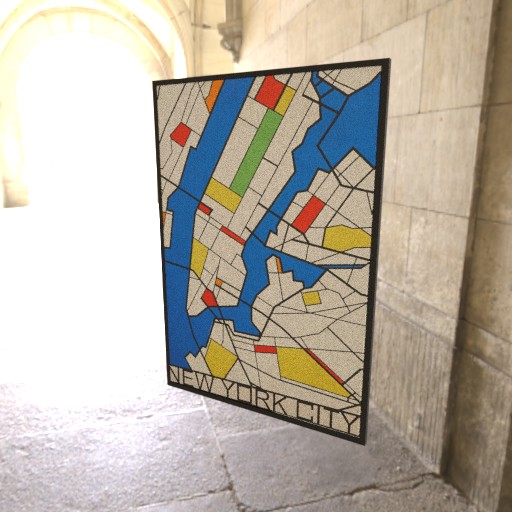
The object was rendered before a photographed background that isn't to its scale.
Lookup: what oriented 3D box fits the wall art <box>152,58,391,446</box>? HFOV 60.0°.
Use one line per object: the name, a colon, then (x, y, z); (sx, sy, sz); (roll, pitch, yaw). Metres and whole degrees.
wall art: (0.000, 0.000, 0.843); (0.457, 0.657, 0.013); (7, 15, 28)
